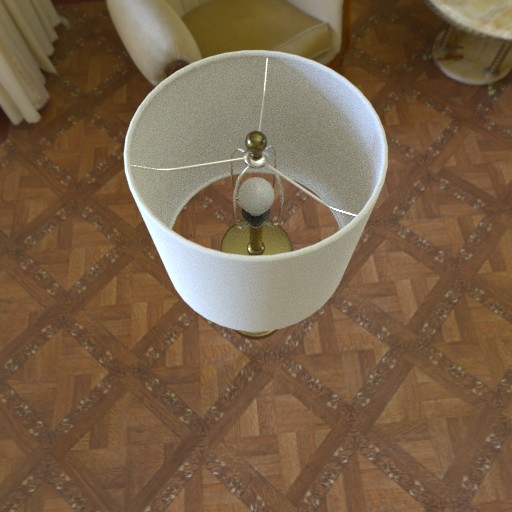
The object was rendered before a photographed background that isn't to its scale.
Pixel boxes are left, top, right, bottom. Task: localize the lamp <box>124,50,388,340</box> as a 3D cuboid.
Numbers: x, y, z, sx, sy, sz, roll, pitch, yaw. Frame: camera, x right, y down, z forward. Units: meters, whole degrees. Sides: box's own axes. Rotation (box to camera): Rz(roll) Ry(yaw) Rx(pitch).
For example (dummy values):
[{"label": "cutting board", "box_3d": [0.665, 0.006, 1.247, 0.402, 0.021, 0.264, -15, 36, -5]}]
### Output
[{"label": "lamp", "box_3d": [0.000, 0.000, 0.789, 0.305, 0.634, 0.305, 36, 69, 16]}]
